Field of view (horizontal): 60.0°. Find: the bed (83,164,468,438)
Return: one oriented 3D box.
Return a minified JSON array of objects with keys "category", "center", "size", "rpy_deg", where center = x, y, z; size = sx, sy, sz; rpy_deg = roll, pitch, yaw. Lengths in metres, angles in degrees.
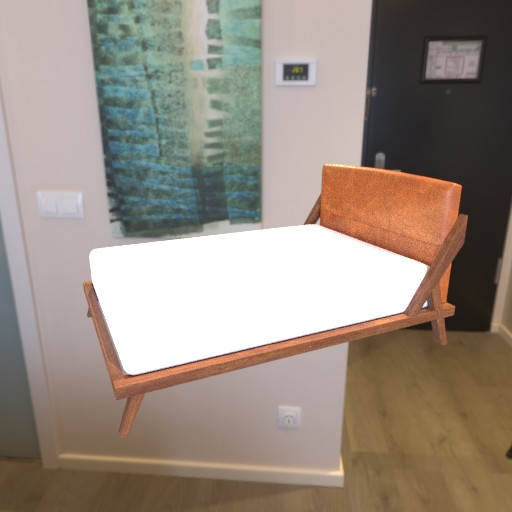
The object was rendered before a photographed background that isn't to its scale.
[{"category":"bed","center":[0.000,0.000,3.260],"size":[2.311,1.168,1.651],"rpy_deg":[-8,19,-24]}]
